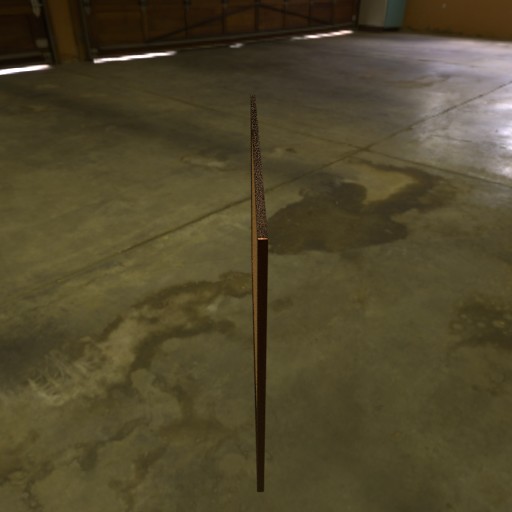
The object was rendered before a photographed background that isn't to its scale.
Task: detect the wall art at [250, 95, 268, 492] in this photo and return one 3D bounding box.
[{"bbox_3d":[0.000,0.000,1.048,0.014,0.559,0.816,-1,32,-1],"label":"wall art"}]
